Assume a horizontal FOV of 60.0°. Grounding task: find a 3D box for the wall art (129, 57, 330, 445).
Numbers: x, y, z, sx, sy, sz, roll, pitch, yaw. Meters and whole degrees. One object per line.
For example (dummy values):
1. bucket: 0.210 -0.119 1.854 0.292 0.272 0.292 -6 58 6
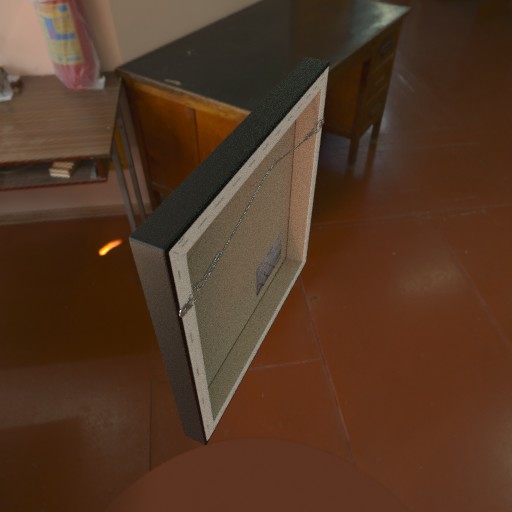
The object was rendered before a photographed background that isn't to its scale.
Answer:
1. wall art: 0.000 0.000 0.631 0.041 0.407 0.406 19 49 17
